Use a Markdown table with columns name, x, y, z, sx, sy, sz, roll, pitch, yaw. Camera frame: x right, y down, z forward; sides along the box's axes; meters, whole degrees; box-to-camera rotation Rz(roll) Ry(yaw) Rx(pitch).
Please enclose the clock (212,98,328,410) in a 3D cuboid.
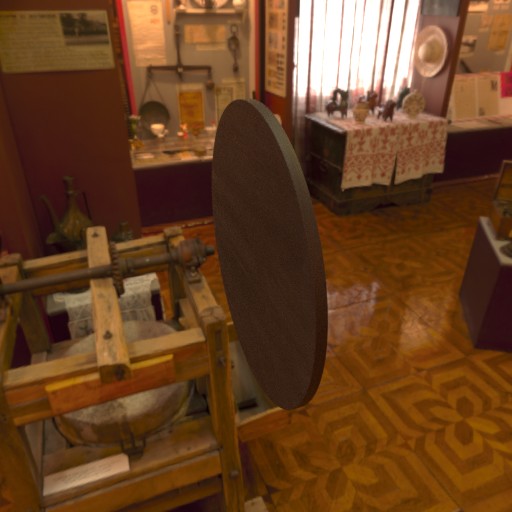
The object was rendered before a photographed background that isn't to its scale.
| name | x | y | z | sx | sy | sz | roll | pitch | yaw |
| --- | --- | --- | --- | --- | --- | --- | --- | --- | --- |
| clock | 0.000 | 0.000 | 0.888 | 0.029 | 0.595 | 0.595 | -10 | 31 | -17 |
